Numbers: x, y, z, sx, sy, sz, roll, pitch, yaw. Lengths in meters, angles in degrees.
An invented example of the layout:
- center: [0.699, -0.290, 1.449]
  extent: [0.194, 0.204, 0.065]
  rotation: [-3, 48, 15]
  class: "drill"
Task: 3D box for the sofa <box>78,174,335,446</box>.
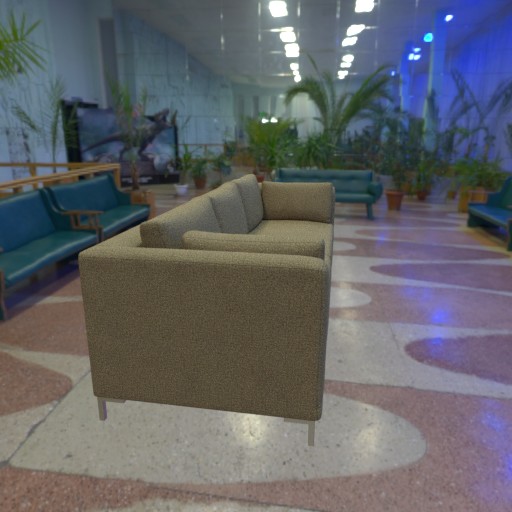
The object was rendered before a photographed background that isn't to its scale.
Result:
- center: [0.000, 0.000, 2.852]
  extent: [0.969, 0.867, 2.415]
  rotation: [3, 16, 10]
  class: "sofa"
